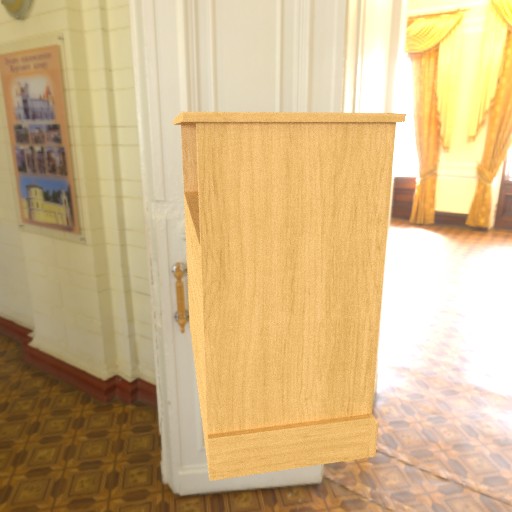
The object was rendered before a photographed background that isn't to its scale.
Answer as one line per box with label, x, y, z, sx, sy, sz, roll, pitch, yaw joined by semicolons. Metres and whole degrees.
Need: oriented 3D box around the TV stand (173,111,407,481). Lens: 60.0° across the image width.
TV stand;0.000;0.000;1.319;0.430;0.787;0.851;-3;16;-11
